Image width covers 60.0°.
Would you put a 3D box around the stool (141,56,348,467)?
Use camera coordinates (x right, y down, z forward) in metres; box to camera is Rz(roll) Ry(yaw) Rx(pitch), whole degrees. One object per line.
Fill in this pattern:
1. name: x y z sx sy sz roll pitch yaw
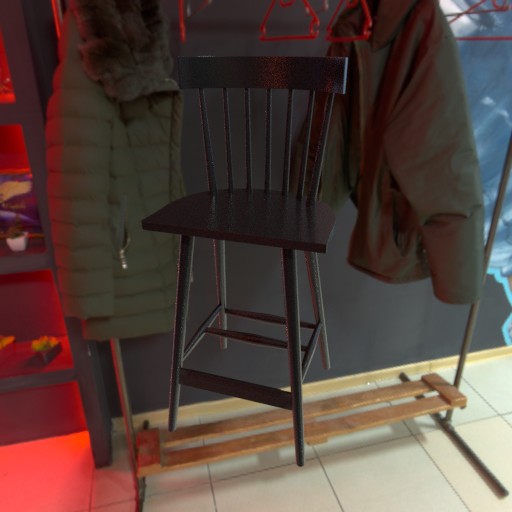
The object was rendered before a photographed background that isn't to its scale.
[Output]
1. stool: 0.000 0.000 1.333 0.482 1.092 0.483 8 26 16
